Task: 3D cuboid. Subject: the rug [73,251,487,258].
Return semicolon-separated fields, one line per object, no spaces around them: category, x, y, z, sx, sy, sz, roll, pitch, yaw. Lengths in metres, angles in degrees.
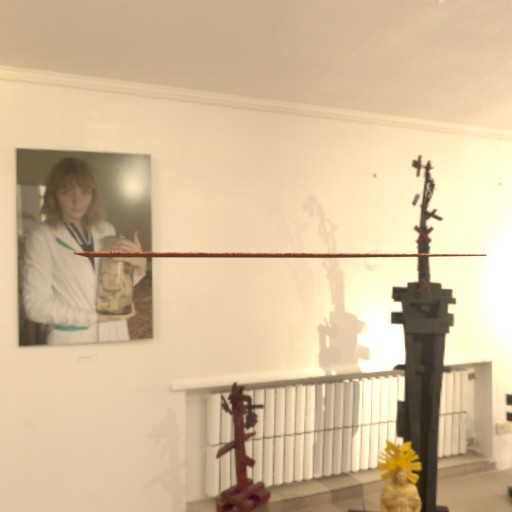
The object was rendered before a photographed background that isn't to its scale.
rug;0.000;0.000;4.167;3.050;0.016;2.441;0;-1;-19
